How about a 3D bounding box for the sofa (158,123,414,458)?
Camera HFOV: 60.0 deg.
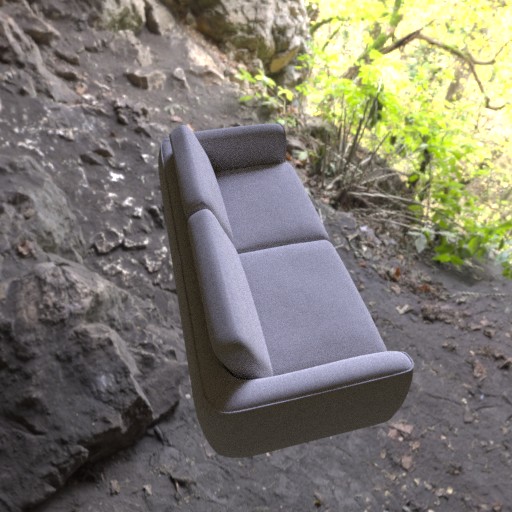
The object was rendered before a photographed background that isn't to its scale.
[{"bbox_3d":[0.000,0.000,2.472,0.920,0.850,2.000,-10,47,-9],"label":"sofa"}]
